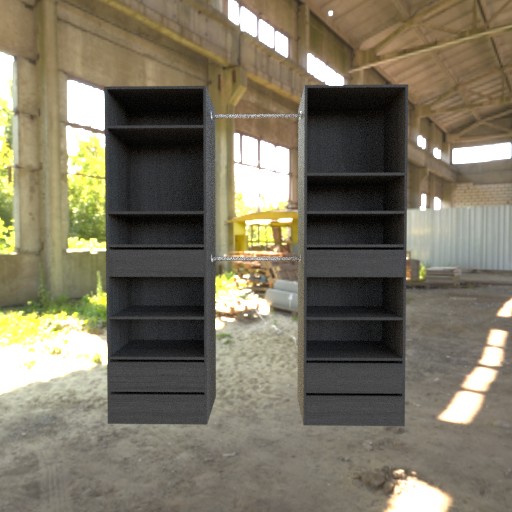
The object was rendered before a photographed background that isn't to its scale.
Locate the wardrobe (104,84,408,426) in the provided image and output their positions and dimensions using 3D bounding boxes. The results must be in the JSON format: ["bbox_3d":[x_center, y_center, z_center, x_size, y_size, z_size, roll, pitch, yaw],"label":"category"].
[{"bbox_3d":[0.000,0.000,2.850,1.770,2.000,0.480,0,2,1],"label":"wardrobe"}]
